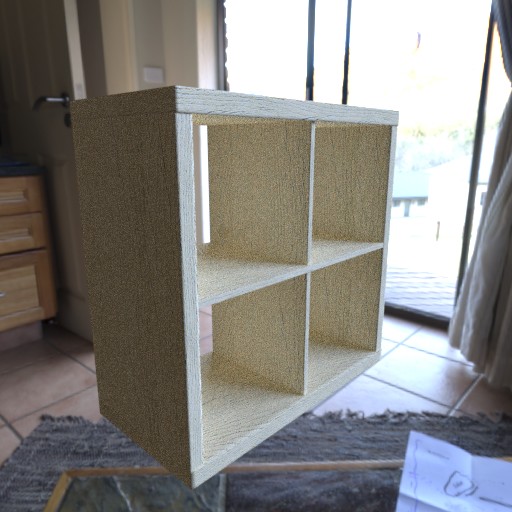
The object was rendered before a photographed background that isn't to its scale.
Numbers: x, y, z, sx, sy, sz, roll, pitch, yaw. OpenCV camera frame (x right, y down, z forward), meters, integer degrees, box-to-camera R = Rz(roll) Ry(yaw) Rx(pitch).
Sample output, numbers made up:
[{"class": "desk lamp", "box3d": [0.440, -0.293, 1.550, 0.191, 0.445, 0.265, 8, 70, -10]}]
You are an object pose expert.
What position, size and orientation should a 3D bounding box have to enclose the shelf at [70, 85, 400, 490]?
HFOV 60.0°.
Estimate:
[{"class": "shelf", "box3d": [0.000, 0.000, 1.226, 0.390, 0.786, 0.790, 13, 19, 42]}]
